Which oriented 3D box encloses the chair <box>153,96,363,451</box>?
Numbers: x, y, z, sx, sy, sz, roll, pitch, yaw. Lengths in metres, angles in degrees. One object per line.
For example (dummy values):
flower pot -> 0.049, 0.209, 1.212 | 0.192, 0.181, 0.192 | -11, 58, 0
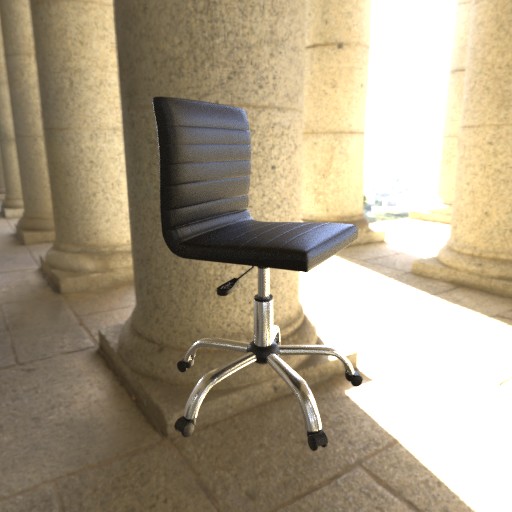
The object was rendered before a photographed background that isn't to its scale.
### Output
chair -> 0.000, 0.000, 1.164 | 0.530, 0.780, 0.556 | 7, 16, 27
